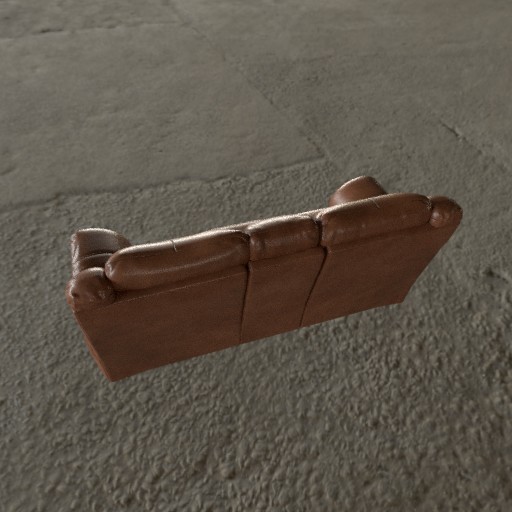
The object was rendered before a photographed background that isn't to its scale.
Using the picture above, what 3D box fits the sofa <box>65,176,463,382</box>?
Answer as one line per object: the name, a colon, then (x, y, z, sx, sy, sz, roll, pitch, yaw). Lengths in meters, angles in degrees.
sofa: (0.000, 0.000, 2.641, 2.058, 1.043, 0.991, -13, 43, -14)
